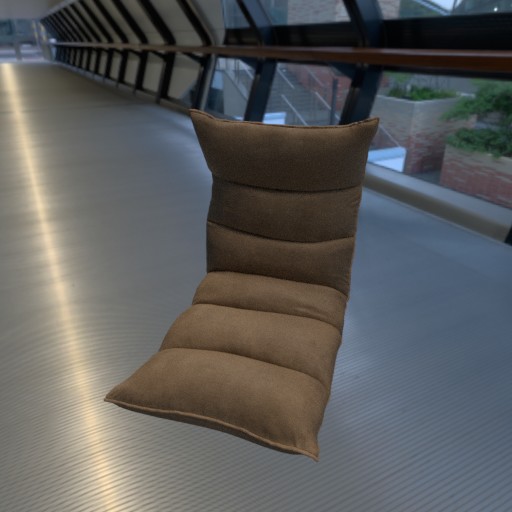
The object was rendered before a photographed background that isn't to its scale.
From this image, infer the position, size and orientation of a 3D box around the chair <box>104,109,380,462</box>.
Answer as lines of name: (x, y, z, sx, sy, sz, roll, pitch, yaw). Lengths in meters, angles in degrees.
chair: (0.000, 0.000, 1.576, 0.714, 0.892, 0.985, 8, 28, 15)
